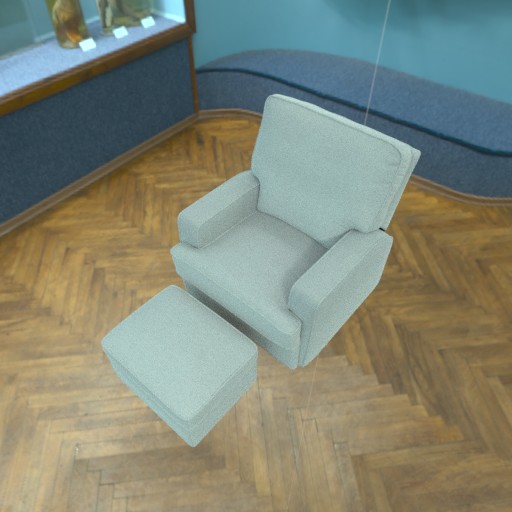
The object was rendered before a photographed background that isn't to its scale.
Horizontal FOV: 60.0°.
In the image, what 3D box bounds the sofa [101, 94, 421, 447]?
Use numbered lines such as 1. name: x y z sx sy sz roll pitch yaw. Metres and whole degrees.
1. sofa: 0.000 0.000 2.066 0.861 0.959 1.472 32 55 26
